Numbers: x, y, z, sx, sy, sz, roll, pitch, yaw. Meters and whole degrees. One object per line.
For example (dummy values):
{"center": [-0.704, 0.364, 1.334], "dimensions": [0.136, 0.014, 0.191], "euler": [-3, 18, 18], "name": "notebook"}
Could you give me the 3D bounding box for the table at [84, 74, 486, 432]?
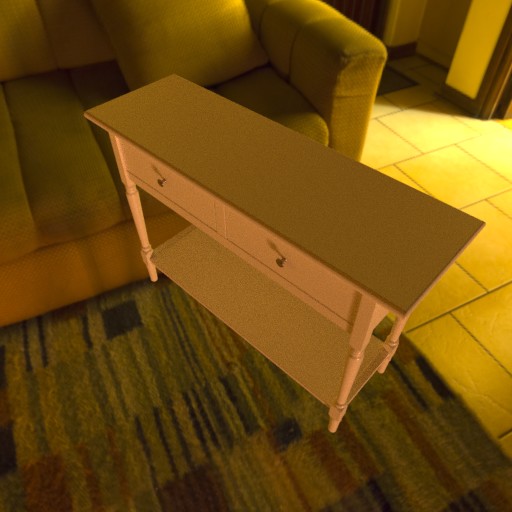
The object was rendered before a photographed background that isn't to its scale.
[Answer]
{"center": [0.000, 0.000, 1.562], "dimensions": [1.191, 0.814, 0.386], "euler": [34, 56, 28], "name": "table"}
